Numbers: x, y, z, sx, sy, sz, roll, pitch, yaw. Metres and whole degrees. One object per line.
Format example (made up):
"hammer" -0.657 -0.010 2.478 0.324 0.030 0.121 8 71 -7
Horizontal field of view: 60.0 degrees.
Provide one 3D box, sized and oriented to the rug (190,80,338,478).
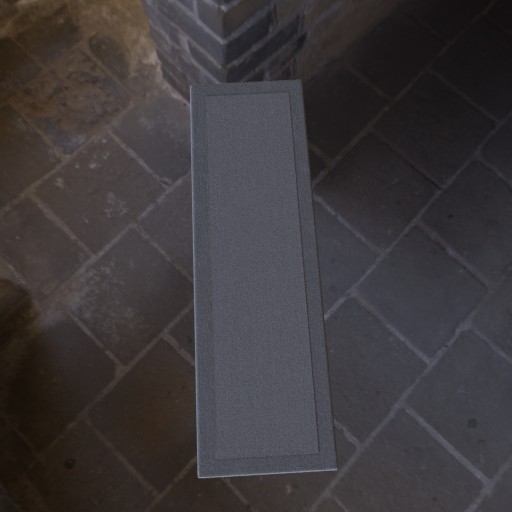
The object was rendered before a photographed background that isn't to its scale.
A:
"rug" 0.000 0.000 2.691 0.759 0.012 2.430 -3 75 -1
